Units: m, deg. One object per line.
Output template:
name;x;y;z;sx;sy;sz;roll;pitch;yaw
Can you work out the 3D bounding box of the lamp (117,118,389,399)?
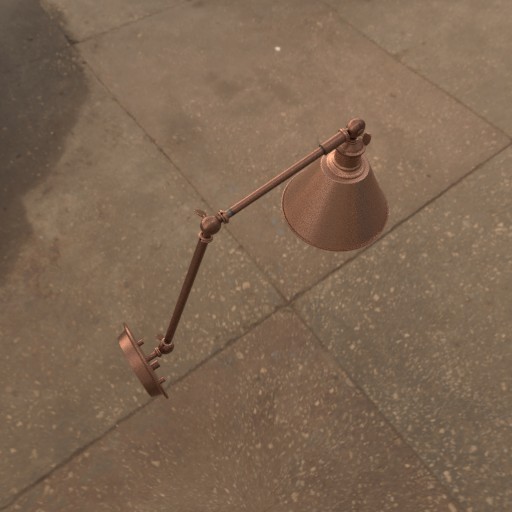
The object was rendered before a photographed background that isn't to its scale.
lamp;0.000;0.000;0.886;0.624;0.502;0.223;-31;64;-17
